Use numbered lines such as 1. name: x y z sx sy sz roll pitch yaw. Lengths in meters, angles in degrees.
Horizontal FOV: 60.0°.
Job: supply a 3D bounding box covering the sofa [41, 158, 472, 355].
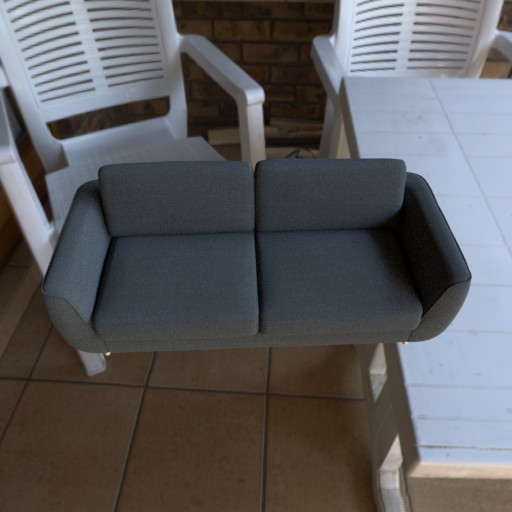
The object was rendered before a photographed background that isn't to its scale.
1. sofa: 0.000 0.000 2.417 2.000 0.850 0.920 -2 46 -2
